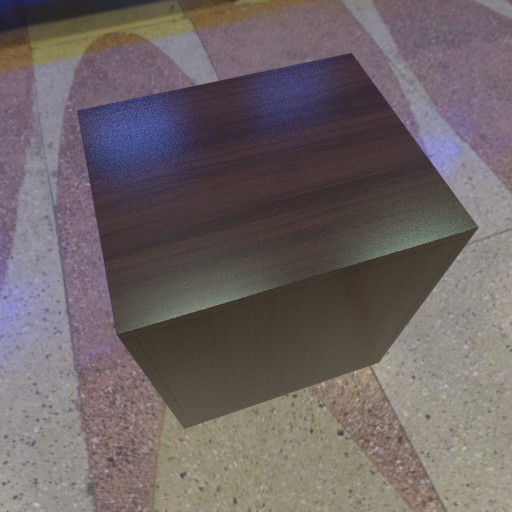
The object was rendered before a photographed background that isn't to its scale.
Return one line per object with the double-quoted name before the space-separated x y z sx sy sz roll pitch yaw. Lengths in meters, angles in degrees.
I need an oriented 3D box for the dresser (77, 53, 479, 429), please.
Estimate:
"dresser" 0.000 0.000 0.746 0.400 0.470 0.360 -16 60 -9
